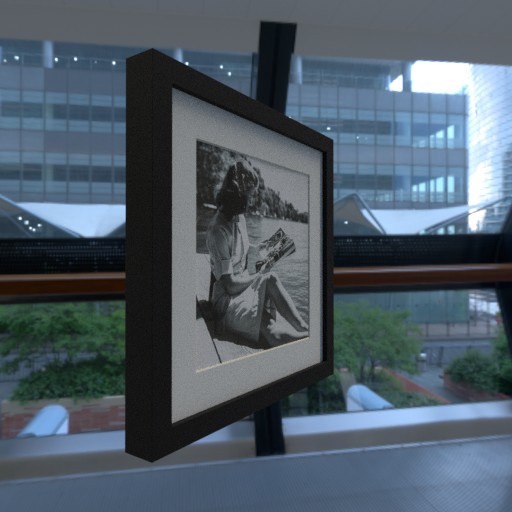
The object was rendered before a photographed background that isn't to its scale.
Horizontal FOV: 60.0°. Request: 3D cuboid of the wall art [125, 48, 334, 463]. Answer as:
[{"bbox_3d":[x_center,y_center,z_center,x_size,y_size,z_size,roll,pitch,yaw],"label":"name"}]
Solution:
[{"bbox_3d":[0.000,0.000,0.460,0.030,0.305,0.308,0,-1,35],"label":"wall art"}]
